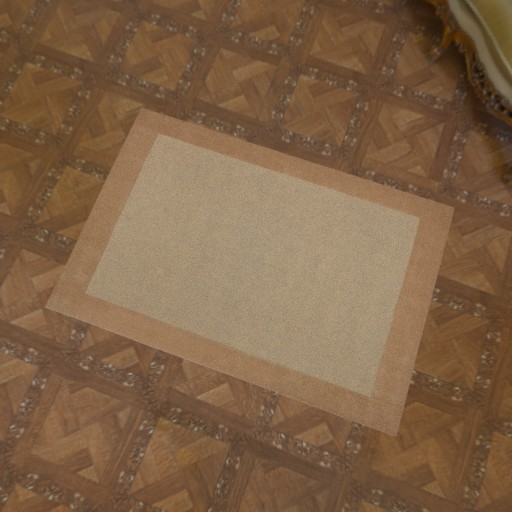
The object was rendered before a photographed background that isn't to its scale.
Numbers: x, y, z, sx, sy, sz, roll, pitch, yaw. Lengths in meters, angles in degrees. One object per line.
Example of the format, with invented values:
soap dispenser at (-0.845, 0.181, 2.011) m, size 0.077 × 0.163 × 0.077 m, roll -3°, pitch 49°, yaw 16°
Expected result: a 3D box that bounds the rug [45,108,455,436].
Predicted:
rug at (0.000, 0.000, 2.310) m, size 1.829 × 0.014 × 1.219 m, roll 19°, pitch 76°, yaw 5°
